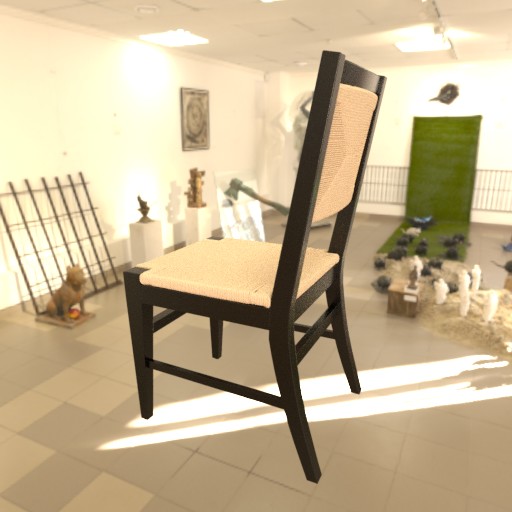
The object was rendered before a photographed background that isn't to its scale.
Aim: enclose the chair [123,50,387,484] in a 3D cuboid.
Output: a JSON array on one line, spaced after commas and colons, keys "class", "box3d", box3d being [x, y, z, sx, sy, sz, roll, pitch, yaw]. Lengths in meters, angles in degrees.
[{"class": "chair", "box3d": [0.000, 0.000, 1.197, 0.552, 0.927, 0.437, 8, 18, 25]}]
